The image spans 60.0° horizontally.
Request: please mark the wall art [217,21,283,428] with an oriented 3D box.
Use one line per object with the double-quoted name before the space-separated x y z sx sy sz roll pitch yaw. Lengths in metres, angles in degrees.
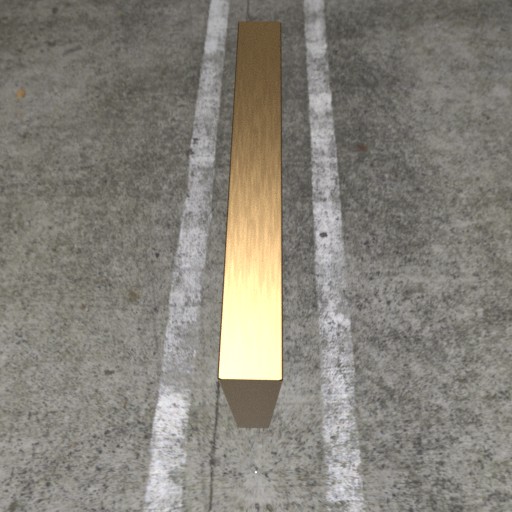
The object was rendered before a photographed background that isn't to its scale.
"wall art" 0.000 0.000 0.454 0.037 0.305 0.305 1 64 1
